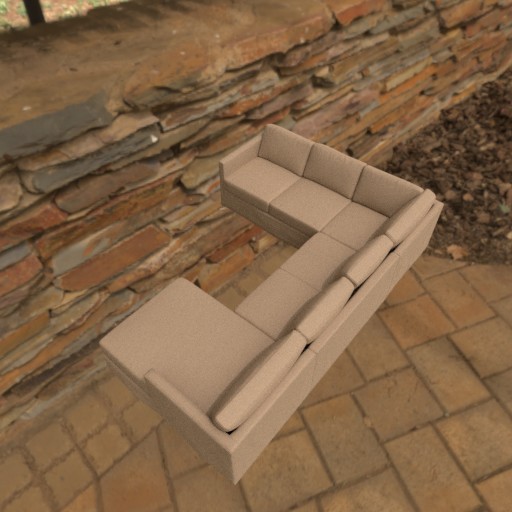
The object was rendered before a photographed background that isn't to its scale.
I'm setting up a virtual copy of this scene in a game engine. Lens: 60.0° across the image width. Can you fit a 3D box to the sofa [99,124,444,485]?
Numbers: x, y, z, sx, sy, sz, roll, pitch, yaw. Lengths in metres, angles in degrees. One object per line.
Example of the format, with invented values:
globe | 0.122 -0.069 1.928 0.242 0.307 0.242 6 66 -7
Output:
sofa | 0.000 0.000 4.591 2.427 0.882 3.460 32 54 26
